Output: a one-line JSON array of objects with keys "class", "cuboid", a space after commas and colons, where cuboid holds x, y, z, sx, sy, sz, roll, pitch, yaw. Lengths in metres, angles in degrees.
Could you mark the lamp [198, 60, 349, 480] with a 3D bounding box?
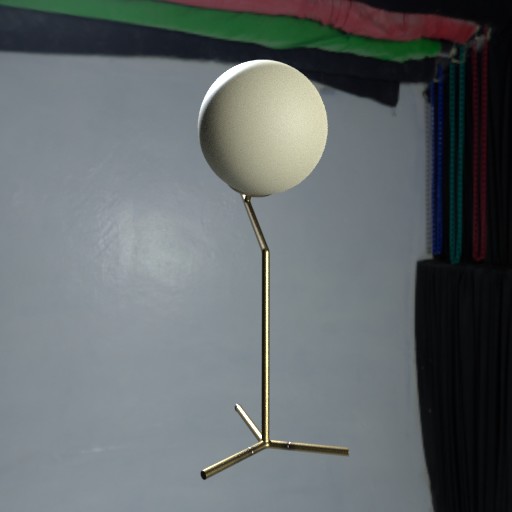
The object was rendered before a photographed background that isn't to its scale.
[{"class": "lamp", "cuboid": [0.000, 0.000, 0.677, 0.210, 0.552, 0.251, 0, 1, -18]}]
